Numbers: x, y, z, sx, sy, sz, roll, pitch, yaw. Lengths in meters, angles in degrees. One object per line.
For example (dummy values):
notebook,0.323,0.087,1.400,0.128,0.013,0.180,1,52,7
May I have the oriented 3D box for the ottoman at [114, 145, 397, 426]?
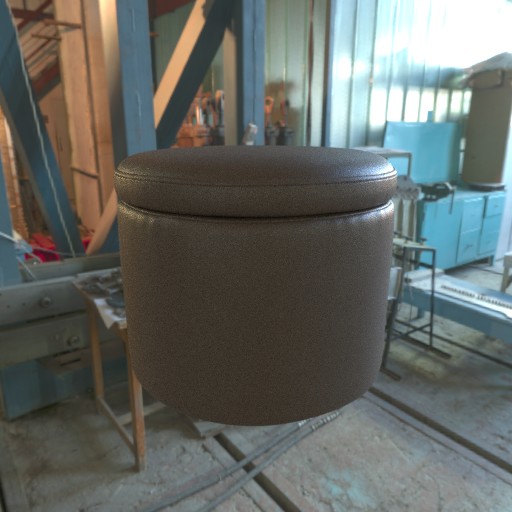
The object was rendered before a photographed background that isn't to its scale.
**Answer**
ottoman,0.000,0.000,0.855,0.500,0.409,0.500,0,16,0
